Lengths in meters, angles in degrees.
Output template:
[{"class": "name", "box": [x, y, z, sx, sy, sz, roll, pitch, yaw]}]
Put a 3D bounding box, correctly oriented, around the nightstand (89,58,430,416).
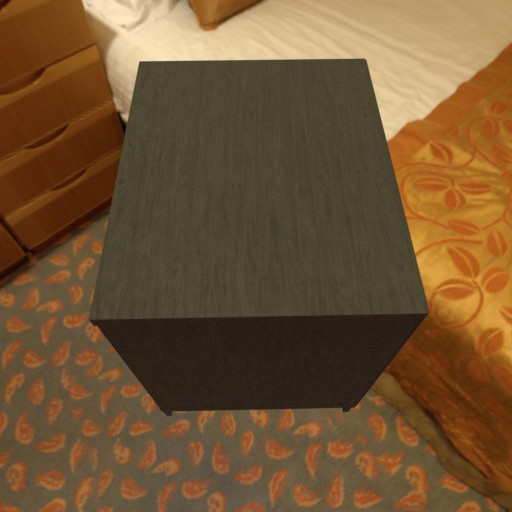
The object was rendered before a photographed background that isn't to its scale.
[{"class": "nightstand", "box": [0.000, 0.000, 0.752, 0.347, 0.448, 0.427, -1, 58, -1]}]
